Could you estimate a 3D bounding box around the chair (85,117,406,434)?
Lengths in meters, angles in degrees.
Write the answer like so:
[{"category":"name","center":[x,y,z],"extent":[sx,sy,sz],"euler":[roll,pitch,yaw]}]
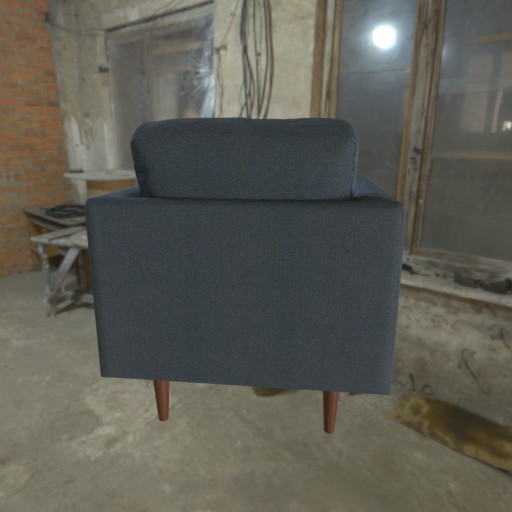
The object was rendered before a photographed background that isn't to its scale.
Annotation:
[{"category":"chair","center":[0.000,0.000,1.576],"extent":[0.855,0.922,0.820],"euler":[2,15,6]}]
